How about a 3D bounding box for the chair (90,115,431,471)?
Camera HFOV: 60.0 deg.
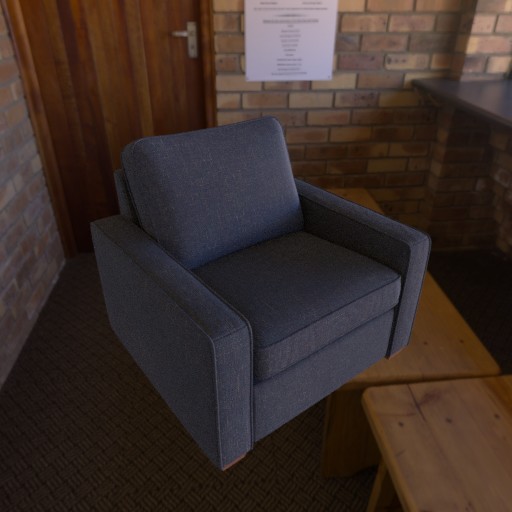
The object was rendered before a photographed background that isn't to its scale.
[{"bbox_3d":[0.000,0.000,1.775,1.017,0.919,0.940,-21,37,-32],"label":"chair"}]
